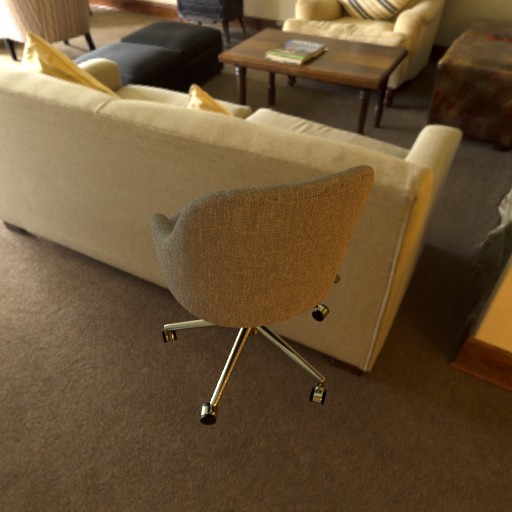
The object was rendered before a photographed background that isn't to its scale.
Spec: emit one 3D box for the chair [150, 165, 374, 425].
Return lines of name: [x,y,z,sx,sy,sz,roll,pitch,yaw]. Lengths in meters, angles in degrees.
chair: [0.000,0.000,1.407,0.671,0.950,0.712,-13,43,-14]
